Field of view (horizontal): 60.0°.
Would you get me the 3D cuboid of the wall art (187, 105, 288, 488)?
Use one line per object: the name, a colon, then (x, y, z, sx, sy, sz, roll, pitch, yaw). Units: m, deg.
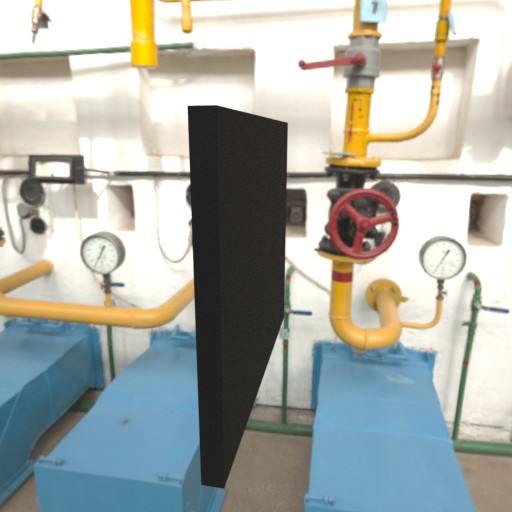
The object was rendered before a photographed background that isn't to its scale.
wall art: (0.000, 0.000, 0.765, 0.031, 0.457, 0.558, 3, 15, 11)
